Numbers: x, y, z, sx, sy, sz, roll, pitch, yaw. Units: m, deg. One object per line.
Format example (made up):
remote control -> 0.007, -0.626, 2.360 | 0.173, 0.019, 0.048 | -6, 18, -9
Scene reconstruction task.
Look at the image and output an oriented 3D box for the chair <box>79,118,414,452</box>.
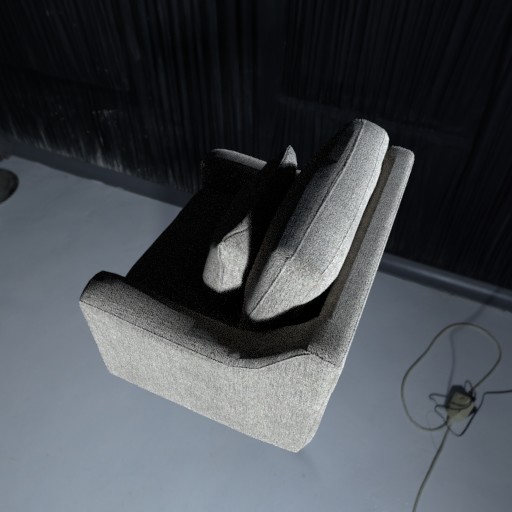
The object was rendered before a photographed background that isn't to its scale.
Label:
chair -> 0.000, 0.000, 1.914 | 1.009, 1.037, 1.138 | 18, 49, 16
